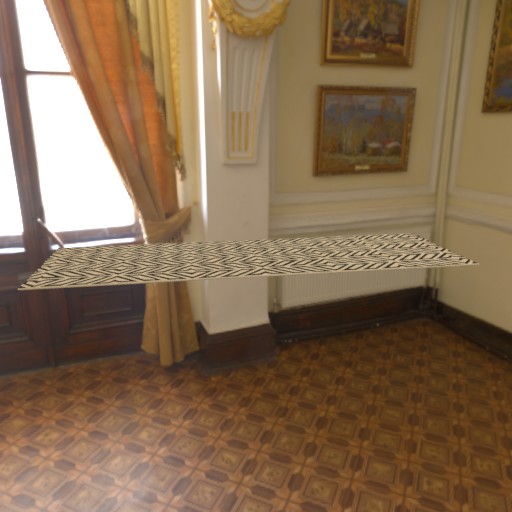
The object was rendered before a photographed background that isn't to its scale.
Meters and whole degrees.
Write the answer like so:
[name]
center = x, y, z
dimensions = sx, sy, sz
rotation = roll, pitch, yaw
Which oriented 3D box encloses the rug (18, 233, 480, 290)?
[rug]
center = 0.000, 0.000, 2.662
dimensions = 2.435, 0.009, 0.750
rotation = -3, 17, -9
